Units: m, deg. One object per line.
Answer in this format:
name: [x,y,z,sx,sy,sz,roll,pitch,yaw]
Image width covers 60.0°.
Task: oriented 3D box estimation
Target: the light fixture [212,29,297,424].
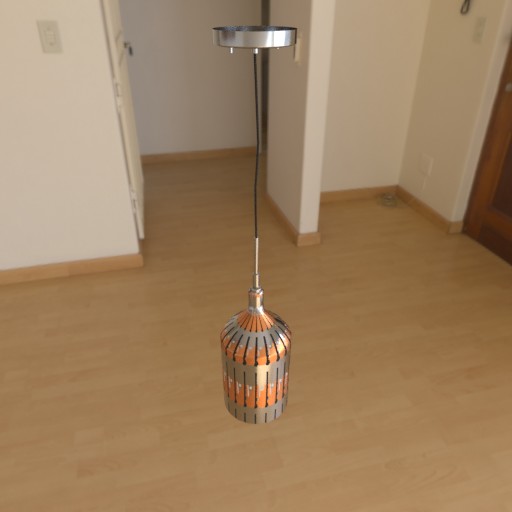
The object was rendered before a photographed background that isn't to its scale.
light fixture: [0.000,0.000,1.678,0.303,1.535,0.303,0,31,0]
